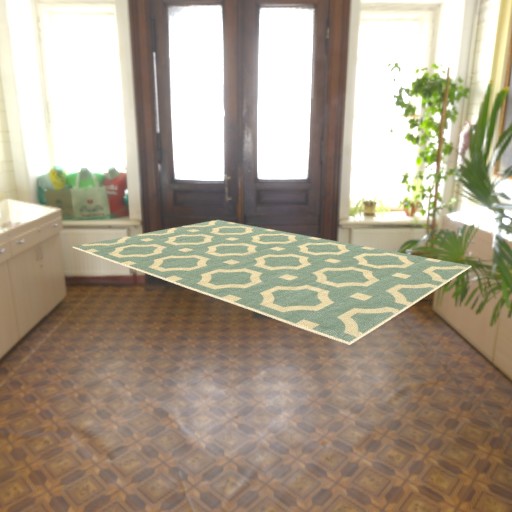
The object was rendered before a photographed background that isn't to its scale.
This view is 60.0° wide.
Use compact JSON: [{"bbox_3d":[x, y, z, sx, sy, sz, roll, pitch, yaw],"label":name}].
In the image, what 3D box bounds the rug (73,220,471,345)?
[{"bbox_3d":[0.000,0.000,3.158,2.443,0.015,1.528,13,20,41],"label":"rug"}]
